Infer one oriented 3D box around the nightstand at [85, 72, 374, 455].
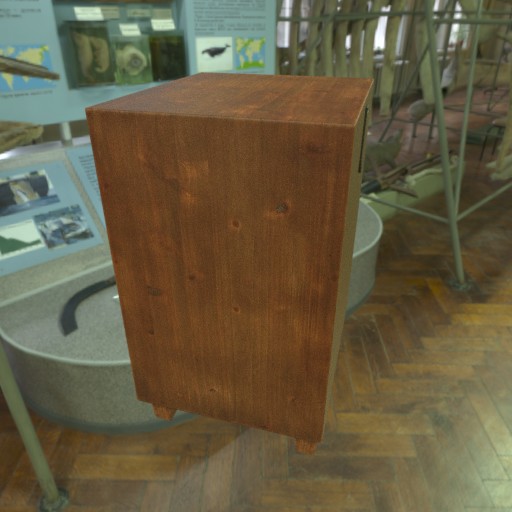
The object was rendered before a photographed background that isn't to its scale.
[{"bbox_3d":[0.000,0.000,0.983,0.410,0.695,0.465,8,30,14],"label":"nightstand"}]
